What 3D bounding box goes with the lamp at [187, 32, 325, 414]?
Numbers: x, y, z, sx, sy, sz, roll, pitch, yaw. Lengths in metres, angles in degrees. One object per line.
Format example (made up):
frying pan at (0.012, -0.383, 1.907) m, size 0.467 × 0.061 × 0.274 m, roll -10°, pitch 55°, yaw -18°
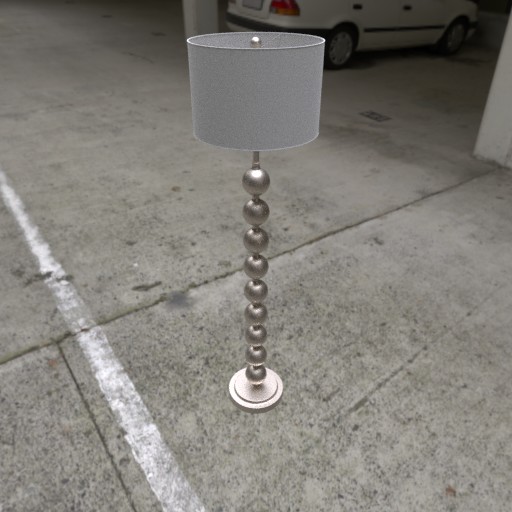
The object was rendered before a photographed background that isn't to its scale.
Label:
lamp at (0.000, 0.000, 1.655) m, size 0.394 × 1.474 × 0.394 m, roll -21°, pitch 38°, yaw -30°
